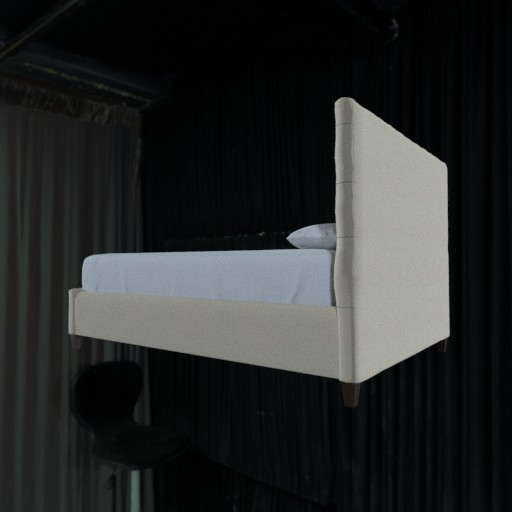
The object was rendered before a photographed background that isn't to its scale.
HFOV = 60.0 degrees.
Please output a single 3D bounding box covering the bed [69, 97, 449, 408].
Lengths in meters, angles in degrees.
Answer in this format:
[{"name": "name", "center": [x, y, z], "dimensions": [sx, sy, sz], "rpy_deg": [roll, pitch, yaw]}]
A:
[{"name": "bed", "center": [0.000, 0.000, 3.379], "dimensions": [2.387, 1.427, 1.698], "rpy_deg": [-1, -1, 37]}]
